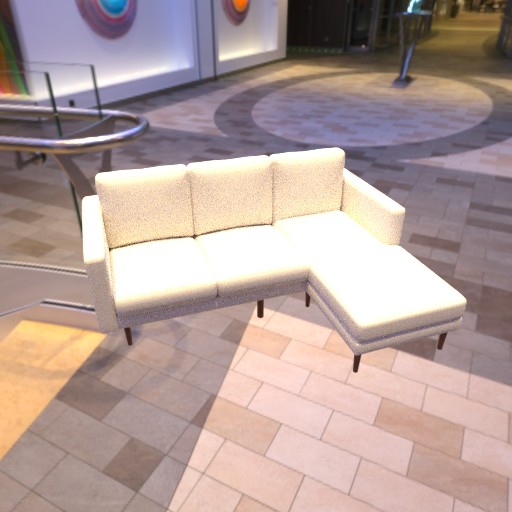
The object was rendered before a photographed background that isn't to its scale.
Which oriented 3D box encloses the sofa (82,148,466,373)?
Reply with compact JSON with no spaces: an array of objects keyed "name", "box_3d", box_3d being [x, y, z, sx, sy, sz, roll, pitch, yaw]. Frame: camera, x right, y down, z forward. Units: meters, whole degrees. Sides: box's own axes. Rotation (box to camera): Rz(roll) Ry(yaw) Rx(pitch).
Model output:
[{"name":"sofa","box_3d":[0.000,0.000,2.844,2.029,0.899,1.580,-10,32,-16]}]
